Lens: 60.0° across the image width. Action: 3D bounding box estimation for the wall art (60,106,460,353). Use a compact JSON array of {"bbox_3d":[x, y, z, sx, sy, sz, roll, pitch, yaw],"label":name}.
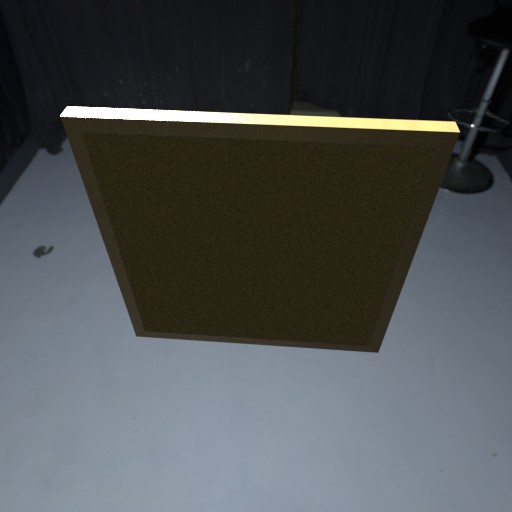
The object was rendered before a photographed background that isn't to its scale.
[{"bbox_3d":[0.000,0.000,2.869,1.935,1.936,0.097,3,46,3],"label":"wall art"}]
